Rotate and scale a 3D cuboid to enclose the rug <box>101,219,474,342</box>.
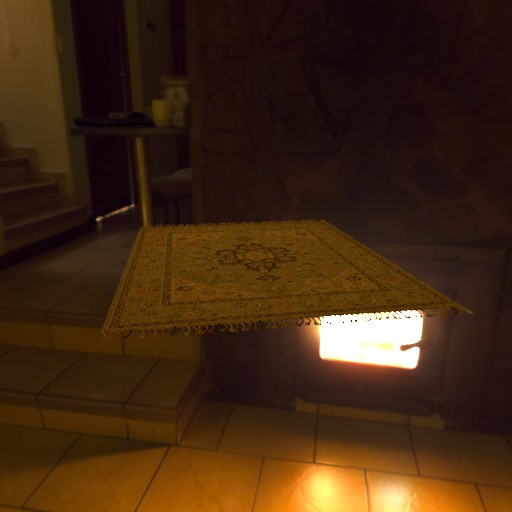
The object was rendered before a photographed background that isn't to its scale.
[{"bbox_3d":[0.000,0.000,3.506,1.971,0.010,2.651,-3,16,-9],"label":"rug"}]
